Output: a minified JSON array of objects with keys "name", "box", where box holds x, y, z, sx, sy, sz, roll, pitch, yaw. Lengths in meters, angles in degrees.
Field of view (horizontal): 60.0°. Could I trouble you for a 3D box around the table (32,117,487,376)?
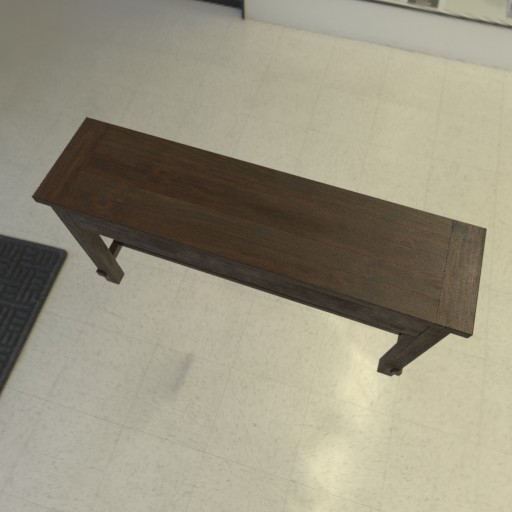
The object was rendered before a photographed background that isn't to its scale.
[{"name":"table","box":[0.000,0.000,1.943,1.599,0.762,0.442,17,65,8]}]
